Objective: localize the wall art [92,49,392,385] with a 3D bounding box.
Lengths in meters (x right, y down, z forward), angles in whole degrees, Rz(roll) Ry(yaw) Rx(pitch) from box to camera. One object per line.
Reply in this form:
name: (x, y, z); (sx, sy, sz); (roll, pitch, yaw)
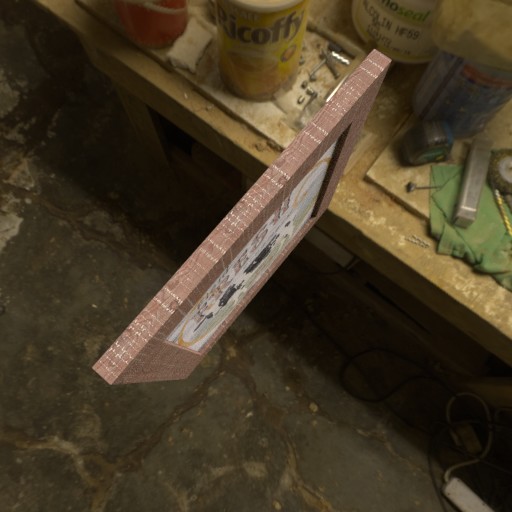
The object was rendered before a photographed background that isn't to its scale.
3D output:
wall art: (0.000, 0.000, 0.790); (0.029, 0.531, 0.531); (38, 78, 9)
